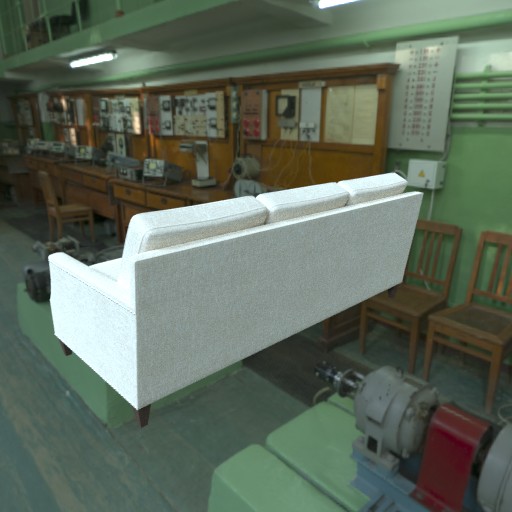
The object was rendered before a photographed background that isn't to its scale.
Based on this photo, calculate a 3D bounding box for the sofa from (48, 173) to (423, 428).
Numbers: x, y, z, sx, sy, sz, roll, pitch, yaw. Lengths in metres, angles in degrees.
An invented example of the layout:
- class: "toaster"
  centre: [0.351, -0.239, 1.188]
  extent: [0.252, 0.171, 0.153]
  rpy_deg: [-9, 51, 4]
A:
- class: "sofa"
  centre: [0.000, 0.000, 2.794]
  extent: [2.210, 0.940, 1.041]
  rpy_deg: [-16, 24, -41]
